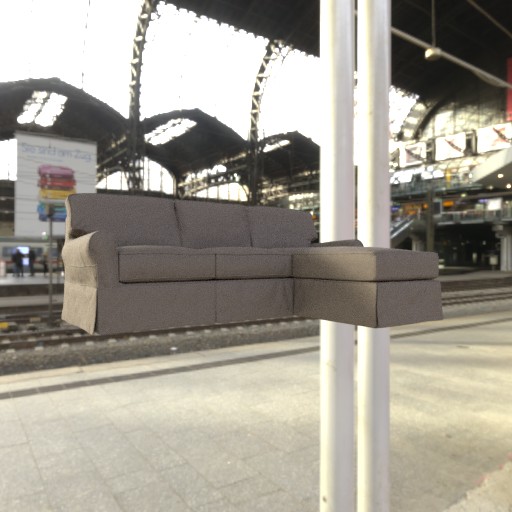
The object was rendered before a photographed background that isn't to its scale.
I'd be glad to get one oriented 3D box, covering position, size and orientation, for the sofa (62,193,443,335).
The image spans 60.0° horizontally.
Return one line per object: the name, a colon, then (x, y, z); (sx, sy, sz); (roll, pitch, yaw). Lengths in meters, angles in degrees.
sofa: (0.000, 0.000, 3.373); (2.475, 0.978, 1.733); (0, 0, -35)
